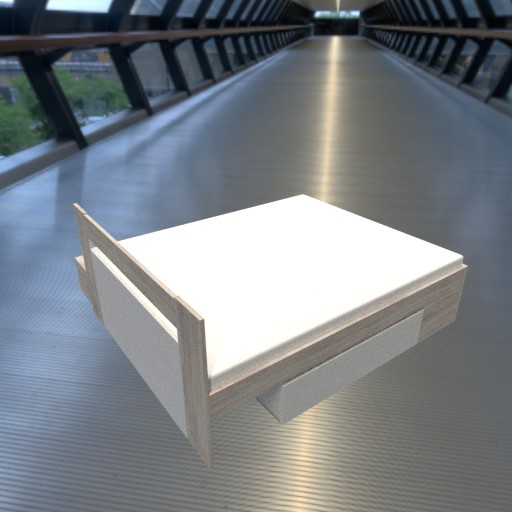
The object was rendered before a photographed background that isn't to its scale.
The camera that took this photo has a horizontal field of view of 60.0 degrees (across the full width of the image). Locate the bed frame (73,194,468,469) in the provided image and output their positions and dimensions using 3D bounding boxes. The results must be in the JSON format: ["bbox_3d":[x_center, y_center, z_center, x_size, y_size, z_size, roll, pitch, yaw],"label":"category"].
[{"bbox_3d":[0.000,0.000,3.193,2.050,0.860,2.040,-18,32,-32],"label":"bed frame"}]
